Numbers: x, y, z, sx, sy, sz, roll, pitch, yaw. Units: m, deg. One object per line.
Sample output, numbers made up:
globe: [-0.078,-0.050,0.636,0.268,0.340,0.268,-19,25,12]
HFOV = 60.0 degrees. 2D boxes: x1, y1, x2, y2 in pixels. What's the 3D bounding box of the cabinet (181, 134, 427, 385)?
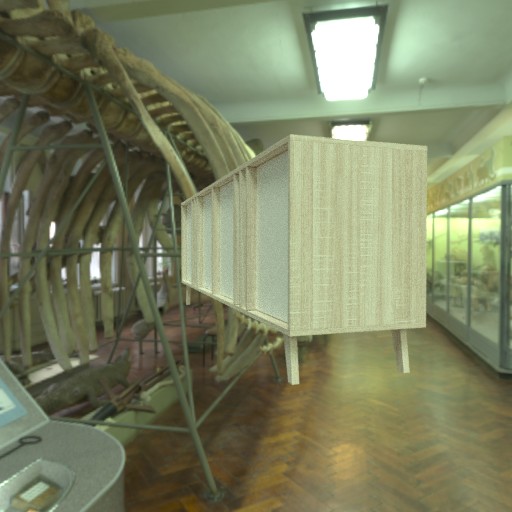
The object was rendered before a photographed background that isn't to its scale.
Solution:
cabinet: [0.000,0.000,2.473,0.500,0.780,2.200,0,1,-18]
